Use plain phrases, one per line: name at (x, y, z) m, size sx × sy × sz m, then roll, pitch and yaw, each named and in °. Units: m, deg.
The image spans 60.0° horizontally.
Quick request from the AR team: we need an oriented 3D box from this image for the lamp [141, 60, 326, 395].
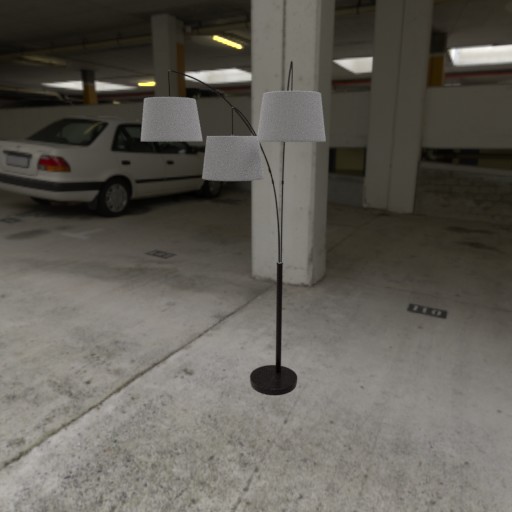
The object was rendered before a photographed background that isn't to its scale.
lamp at (0.000, 0.000, 2.540) m, size 0.951 × 1.950 × 0.924 m, roll 7°, pitch 16°, yaw 26°
